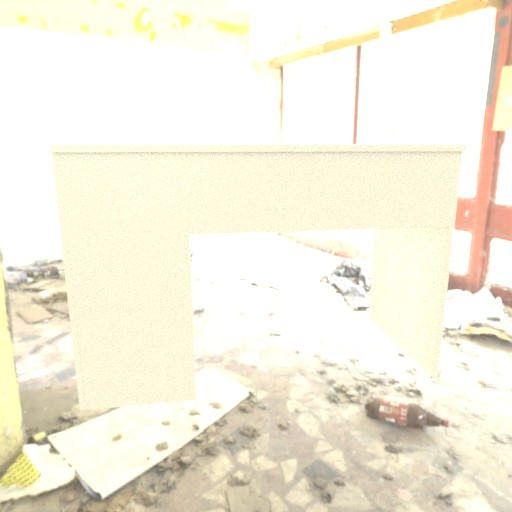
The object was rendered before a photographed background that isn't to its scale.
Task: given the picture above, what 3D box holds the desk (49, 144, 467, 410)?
[{"bbox_3d":[0.000,0.000,1.505,1.097,0.735,0.560,-2,14,-9],"label":"desk"}]
